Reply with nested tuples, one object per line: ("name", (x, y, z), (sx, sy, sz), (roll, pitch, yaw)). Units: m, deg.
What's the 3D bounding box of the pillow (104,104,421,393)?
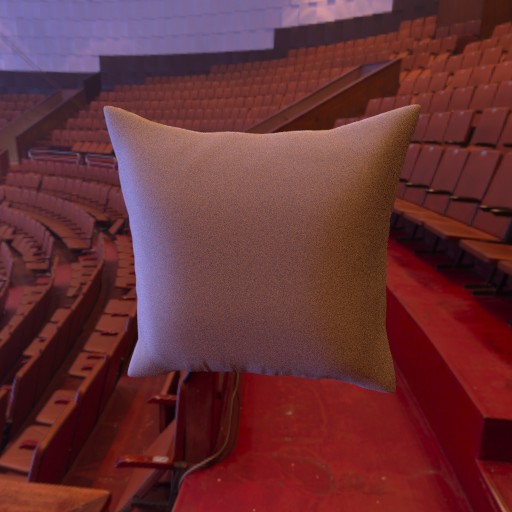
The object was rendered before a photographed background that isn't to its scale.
("pillow", (0.000, 0.000, 0.762), (0.504, 0.494, 0.188), (2, 15, 6))
